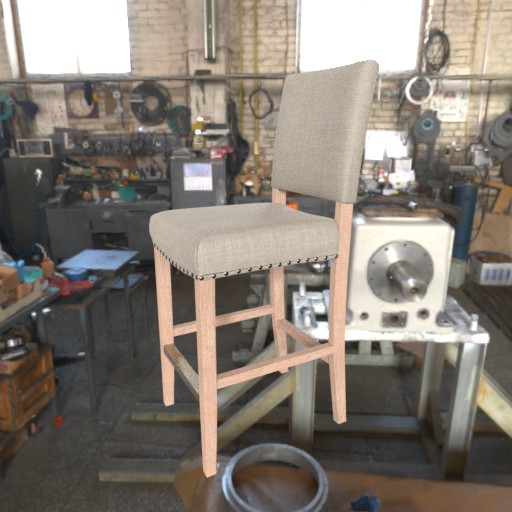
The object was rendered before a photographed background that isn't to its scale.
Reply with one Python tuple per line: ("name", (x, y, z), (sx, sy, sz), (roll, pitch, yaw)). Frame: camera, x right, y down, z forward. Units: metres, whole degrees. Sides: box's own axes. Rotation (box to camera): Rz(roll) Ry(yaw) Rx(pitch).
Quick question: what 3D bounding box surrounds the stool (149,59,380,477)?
("stool", (0.000, 0.000, 1.452), (0.585, 1.173, 0.445), (-8, 18, -27))
